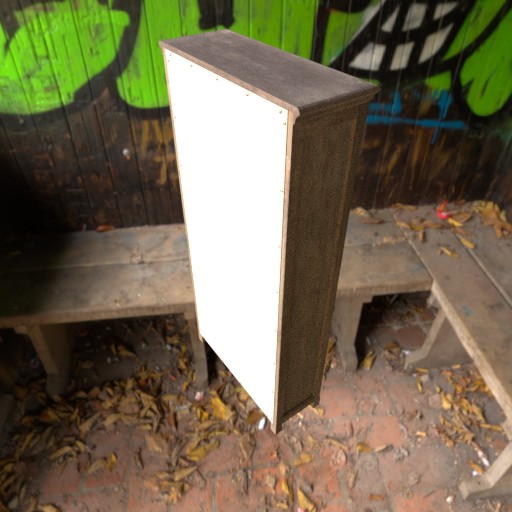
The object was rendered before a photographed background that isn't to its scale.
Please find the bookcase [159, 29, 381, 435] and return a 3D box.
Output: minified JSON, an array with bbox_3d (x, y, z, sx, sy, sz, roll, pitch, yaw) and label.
[{"bbox_3d":[0.000,0.000,2.229,0.348,1.880,0.906,-25,46,-27],"label":"bookcase"}]
